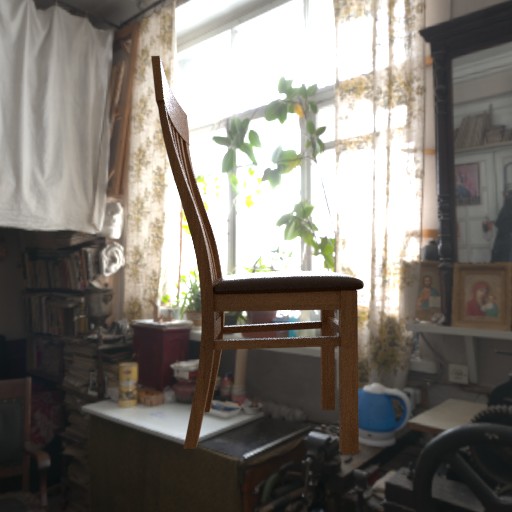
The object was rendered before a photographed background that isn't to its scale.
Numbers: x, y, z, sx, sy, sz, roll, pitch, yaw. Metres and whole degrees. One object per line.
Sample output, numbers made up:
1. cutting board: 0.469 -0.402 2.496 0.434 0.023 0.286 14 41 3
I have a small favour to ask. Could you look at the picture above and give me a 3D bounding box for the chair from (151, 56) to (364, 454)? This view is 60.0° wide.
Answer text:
1. chair: 0.000 0.000 1.381 0.580 1.050 0.450 0 -2 1
